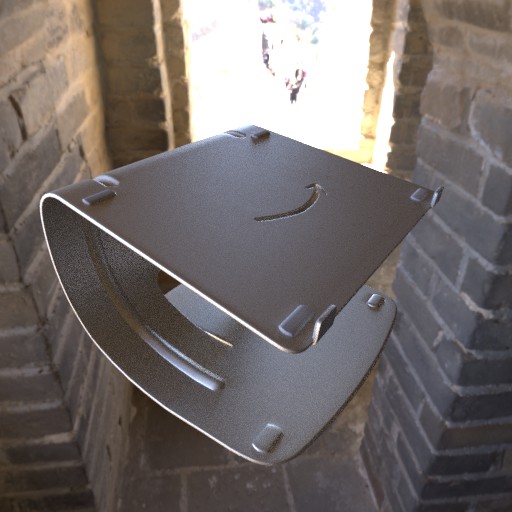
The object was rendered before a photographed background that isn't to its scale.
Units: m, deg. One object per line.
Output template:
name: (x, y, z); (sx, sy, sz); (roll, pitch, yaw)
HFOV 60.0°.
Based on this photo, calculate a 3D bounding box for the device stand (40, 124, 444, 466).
device stand: (0.000, 0.000, 0.386); (0.236, 0.155, 0.256); (19, 35, 30)
